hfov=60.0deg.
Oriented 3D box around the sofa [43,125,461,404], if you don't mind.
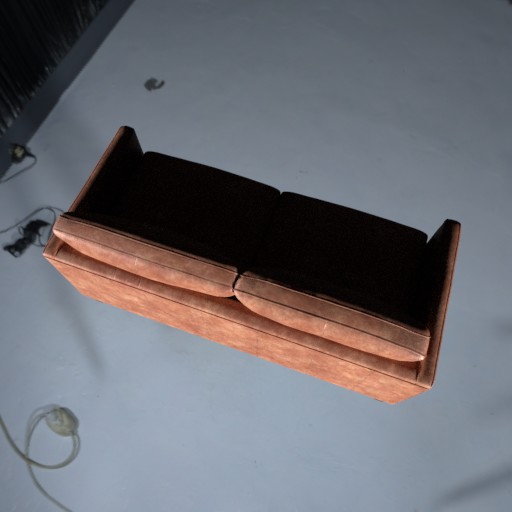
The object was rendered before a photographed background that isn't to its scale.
[{"bbox_3d":[0.000,0.000,2.463,1.971,0.863,0.923,18,66,8],"label":"sofa"}]
